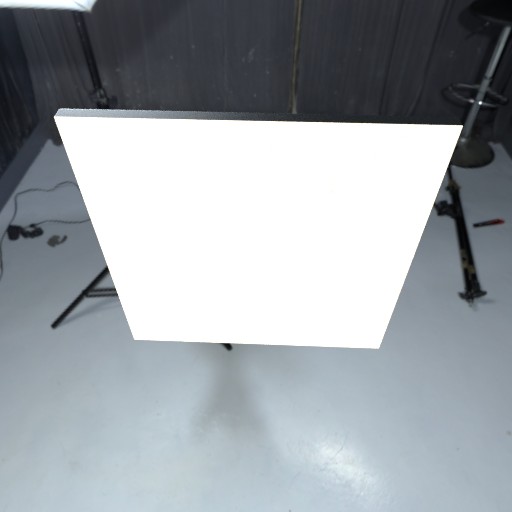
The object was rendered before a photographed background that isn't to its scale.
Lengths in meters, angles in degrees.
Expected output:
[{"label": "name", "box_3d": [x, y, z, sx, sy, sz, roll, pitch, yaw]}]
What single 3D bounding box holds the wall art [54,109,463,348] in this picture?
[{"label": "wall art", "box_3d": [0.000, 0.000, 1.130, 0.773, 0.775, 0.031, 2, 47, 2]}]
